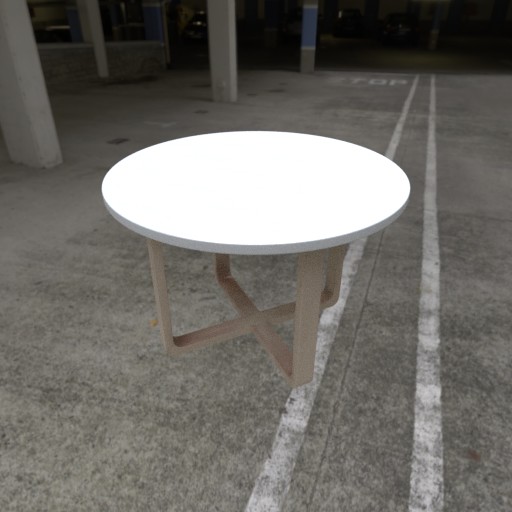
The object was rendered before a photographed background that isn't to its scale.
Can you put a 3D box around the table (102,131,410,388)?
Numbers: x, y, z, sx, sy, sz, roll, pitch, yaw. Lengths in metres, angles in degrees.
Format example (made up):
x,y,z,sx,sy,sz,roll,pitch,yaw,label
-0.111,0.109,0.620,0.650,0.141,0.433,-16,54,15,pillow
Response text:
x,y,z,sx,sy,sz,roll,pitch,yaw,label
0.000,0.000,1.001,0.600,0.400,0.600,0,31,0,table
